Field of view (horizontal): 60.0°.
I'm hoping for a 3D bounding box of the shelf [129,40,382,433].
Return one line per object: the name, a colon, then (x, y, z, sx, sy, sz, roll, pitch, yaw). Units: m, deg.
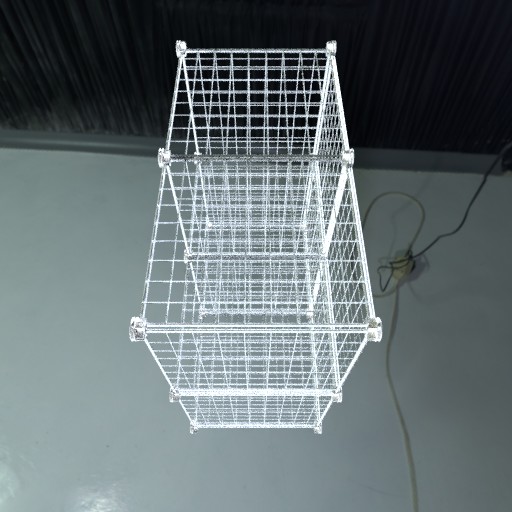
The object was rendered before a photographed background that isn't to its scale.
shelf: (0.000, 0.000, 1.107, 0.356, 0.711, 0.711, 0, 58, 0)
